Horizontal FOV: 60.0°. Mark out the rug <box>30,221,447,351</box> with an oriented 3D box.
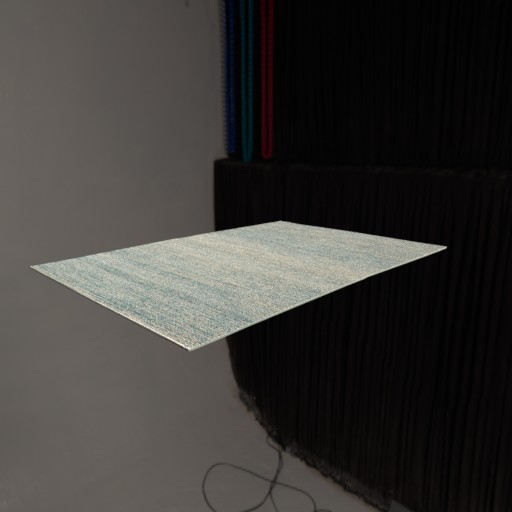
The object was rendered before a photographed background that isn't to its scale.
[{"bbox_3d":[0.000,0.000,5.179,2.802,0.052,4.078,14,20,43],"label":"rug"}]
